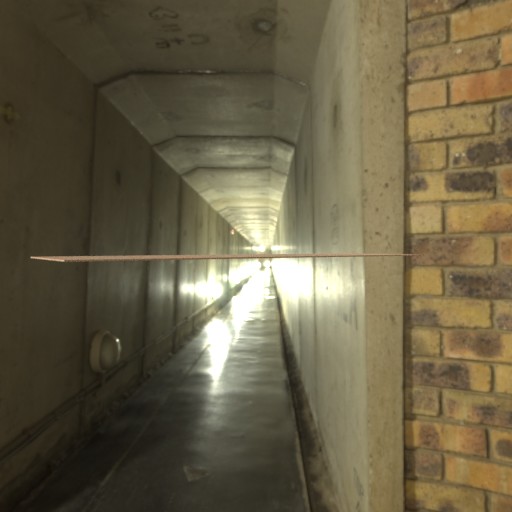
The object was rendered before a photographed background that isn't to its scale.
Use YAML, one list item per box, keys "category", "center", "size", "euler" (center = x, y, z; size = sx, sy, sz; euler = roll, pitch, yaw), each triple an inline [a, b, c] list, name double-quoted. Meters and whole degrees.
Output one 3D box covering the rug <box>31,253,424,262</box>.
- category: "rug"
  center: [0.000, 0.000, 2.789]
  size: [2.439, 0.008, 0.762]
  euler: [-1, 1, -36]
